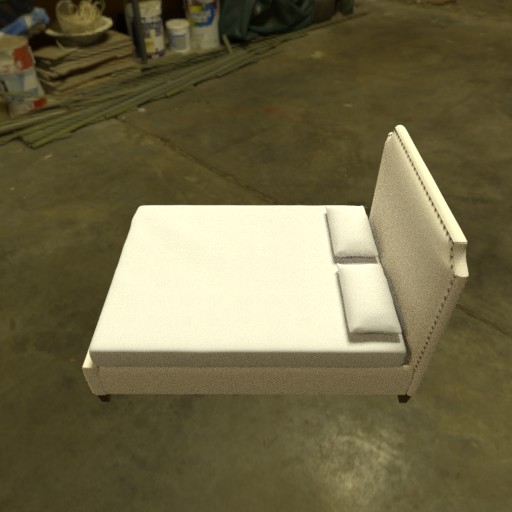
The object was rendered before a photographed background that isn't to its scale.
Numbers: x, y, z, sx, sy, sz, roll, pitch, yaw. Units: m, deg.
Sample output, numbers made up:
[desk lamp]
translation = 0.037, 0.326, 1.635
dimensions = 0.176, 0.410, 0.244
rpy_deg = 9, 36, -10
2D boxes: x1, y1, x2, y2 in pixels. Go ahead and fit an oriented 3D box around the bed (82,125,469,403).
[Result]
[bed]
translation = 0.000, 0.000, 3.432
dimensions = 2.372, 1.497, 1.712
rpy_deg = 0, 42, 0
